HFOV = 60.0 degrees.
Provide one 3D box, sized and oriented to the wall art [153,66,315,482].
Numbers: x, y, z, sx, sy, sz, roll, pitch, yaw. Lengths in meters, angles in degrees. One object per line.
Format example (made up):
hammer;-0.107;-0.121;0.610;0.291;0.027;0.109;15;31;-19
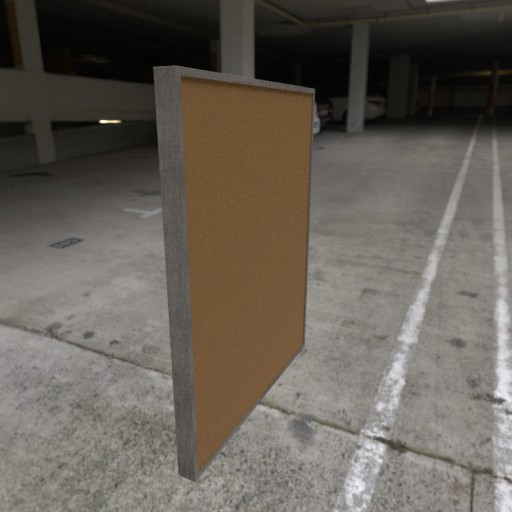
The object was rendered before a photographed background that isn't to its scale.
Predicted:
wall art;0.000;0.000;0.708;0.032;0.521;0.421;8;19;25
